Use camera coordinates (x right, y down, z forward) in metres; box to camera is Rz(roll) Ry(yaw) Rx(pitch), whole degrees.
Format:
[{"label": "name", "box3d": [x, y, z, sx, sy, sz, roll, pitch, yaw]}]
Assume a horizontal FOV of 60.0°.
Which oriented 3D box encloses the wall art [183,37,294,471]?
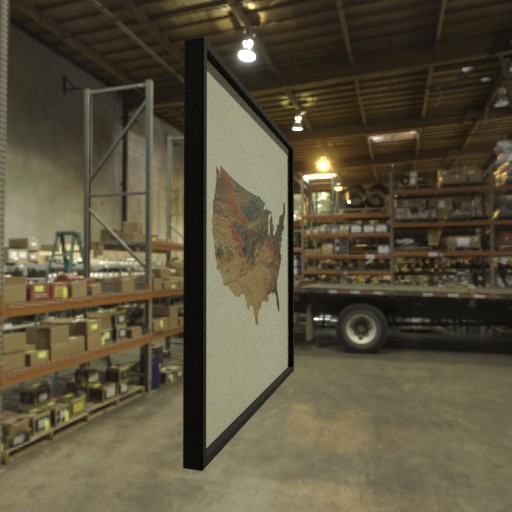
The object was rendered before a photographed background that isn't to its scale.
[{"label": "wall art", "box3d": [0.000, 0.000, 1.147, 0.038, 0.762, 0.762, 0, -1, 17]}]
